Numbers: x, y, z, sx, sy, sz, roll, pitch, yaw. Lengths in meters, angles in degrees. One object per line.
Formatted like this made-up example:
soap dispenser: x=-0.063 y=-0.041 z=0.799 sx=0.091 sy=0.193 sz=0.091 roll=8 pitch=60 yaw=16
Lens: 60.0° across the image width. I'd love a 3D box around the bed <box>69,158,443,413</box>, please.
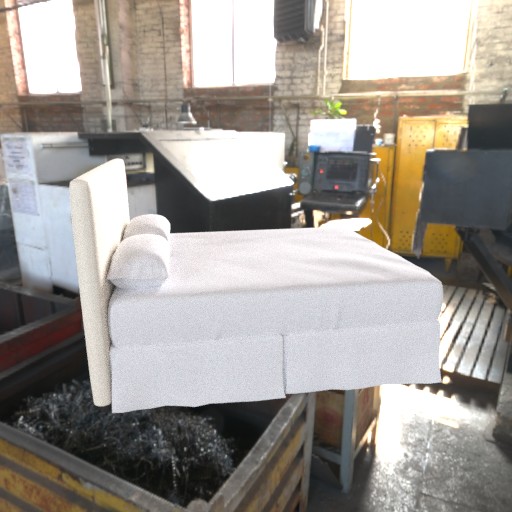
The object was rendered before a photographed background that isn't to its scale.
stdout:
bed: x=0.000 y=0.000 z=3.232 sx=2.142 sy=1.330 sz=1.713 roll=-3 pitch=16 yaw=-10
